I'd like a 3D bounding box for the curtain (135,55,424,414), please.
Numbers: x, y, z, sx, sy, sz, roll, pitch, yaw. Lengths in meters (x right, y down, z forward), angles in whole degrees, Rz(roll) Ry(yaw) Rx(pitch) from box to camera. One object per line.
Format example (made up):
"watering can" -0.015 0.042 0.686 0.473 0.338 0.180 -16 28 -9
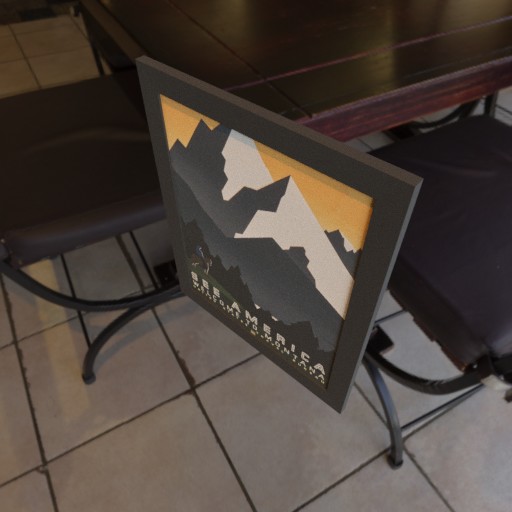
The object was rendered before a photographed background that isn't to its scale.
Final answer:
"curtain" 0.000 0.000 0.807 0.483 0.585 0.027 33 55 27
